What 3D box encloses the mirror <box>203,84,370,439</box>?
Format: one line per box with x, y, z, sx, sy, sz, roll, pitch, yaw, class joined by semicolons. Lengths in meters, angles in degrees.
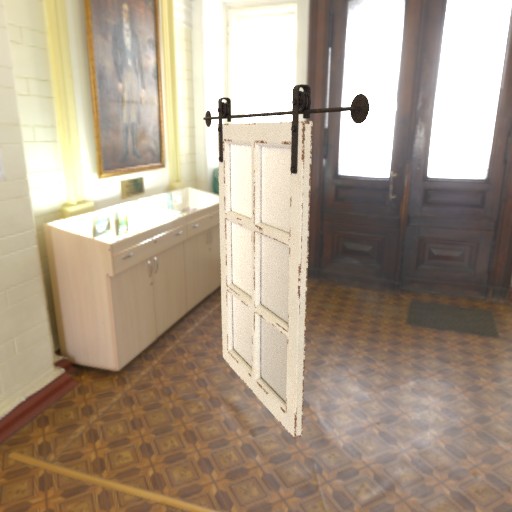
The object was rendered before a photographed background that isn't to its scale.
0.000;0.000;1.213;0.037;0.844;0.808;-8;18;-26;mirror
